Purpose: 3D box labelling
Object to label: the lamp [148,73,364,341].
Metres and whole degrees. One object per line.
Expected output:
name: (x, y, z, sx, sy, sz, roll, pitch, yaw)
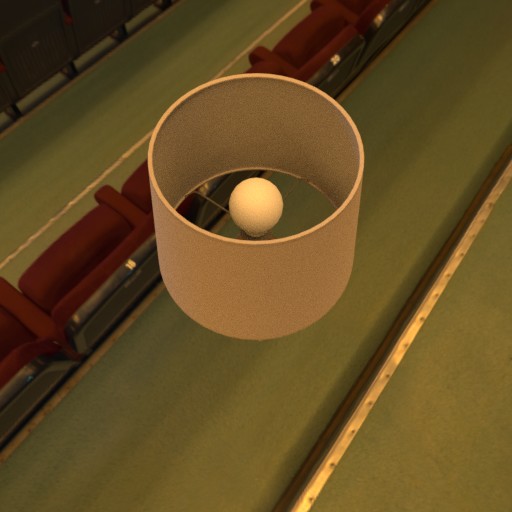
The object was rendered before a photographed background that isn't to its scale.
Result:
lamp: (0.000, 0.000, 0.602, 0.251, 0.435, 0.251, 0, 63, 0)
